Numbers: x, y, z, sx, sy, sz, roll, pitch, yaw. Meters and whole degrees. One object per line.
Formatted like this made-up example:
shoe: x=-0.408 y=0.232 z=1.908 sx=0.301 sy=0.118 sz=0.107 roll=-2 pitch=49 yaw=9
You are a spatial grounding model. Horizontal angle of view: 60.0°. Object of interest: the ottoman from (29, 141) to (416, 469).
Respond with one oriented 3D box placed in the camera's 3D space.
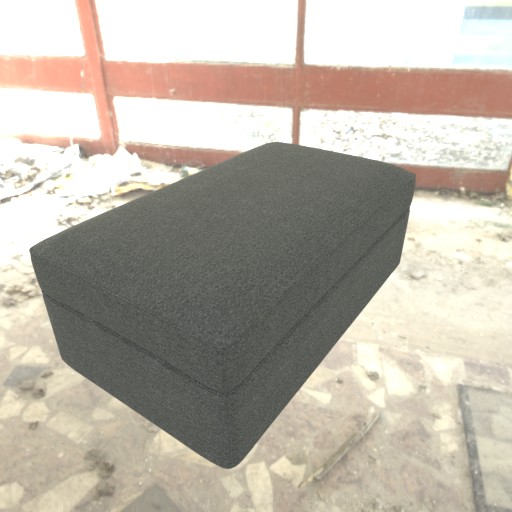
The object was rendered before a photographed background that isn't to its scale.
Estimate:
ottoman: x=0.000 y=0.000 z=1.502 sx=0.681 sy=0.494 sz=1.173 roll=20 pitch=36 yaw=29
